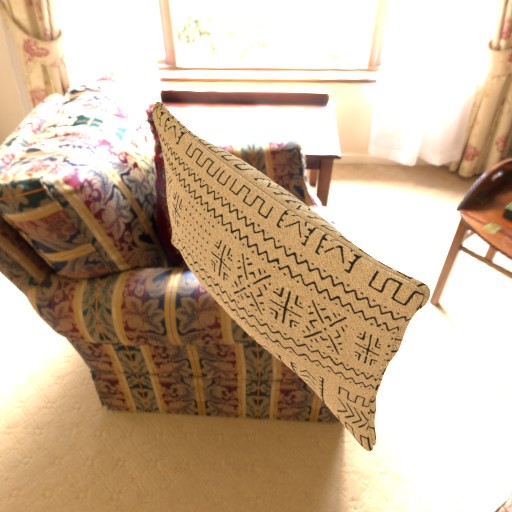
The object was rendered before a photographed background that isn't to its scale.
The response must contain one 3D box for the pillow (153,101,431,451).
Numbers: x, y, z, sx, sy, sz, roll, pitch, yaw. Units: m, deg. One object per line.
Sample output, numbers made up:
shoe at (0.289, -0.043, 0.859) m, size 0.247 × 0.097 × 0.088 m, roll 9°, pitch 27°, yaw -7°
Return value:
pillow at (0.000, 0.000, 0.771) m, size 0.188 × 0.352 × 0.637 m, roll -26°, pitch 47°, yaw -27°
